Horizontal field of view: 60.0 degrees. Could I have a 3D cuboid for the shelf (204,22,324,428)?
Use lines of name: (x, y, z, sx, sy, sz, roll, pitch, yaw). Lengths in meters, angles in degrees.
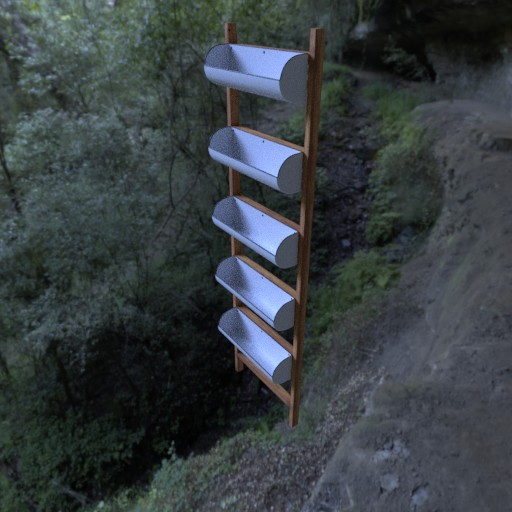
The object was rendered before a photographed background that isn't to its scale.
shelf: (0.000, 0.000, 1.735, 0.141, 1.600, 0.454, -20, 36, -31)
